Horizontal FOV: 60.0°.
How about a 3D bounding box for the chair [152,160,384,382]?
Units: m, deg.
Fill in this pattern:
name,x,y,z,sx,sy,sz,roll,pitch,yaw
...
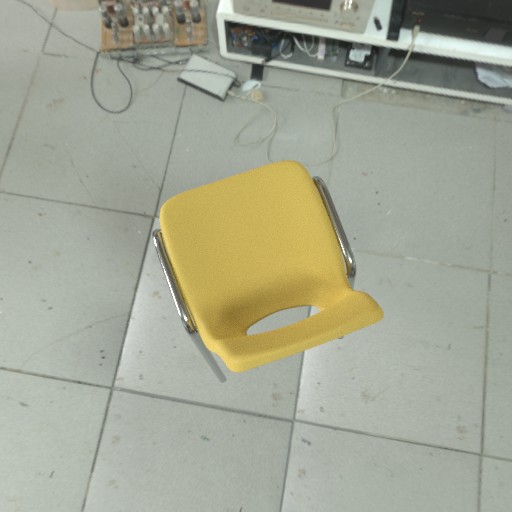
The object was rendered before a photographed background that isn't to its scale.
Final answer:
name,x,y,z,sx,sy,sz,roll,pitch,yaw
chair,0.000,0.000,0.922,0.381,0.653,0.436,-19,76,-5
